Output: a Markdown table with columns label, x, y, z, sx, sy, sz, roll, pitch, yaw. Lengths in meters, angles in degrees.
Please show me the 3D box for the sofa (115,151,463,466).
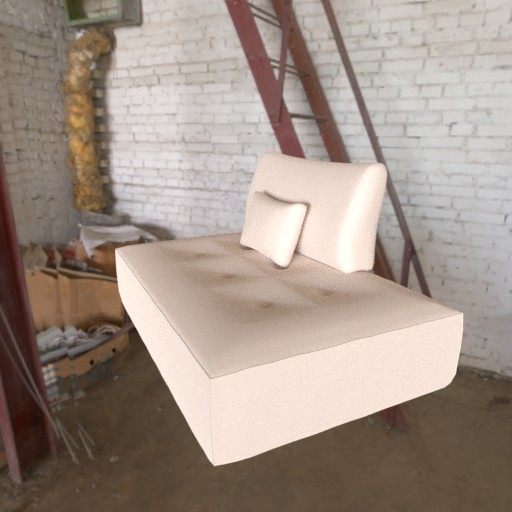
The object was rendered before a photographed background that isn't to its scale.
| label | x | y | z | sx | sy | sz | roll | pitch | yaw |
| --- | --- | --- | --- | --- | --- | --- | --- | --- | --- |
| sofa | 0.000 | 0.000 | 1.983 | 1.000 | 0.820 | 1.450 | -8 | 18 | -25 |
